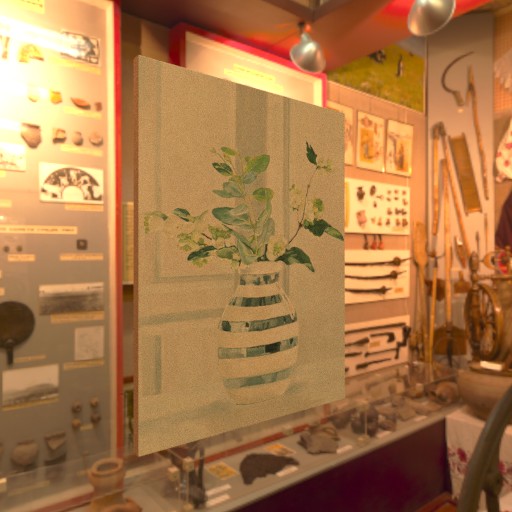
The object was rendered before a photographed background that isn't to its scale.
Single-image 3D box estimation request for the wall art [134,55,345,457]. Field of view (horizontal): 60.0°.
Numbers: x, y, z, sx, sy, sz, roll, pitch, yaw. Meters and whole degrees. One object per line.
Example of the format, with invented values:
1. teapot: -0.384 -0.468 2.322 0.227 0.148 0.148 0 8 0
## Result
1. wall art: 0.000 0.000 1.622 0.914 1.212 0.038 0 0 -37
